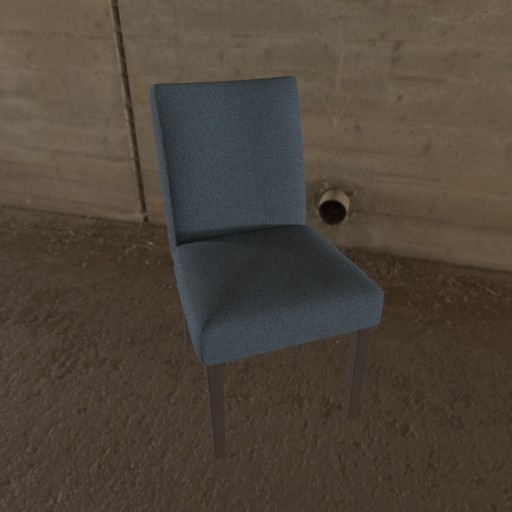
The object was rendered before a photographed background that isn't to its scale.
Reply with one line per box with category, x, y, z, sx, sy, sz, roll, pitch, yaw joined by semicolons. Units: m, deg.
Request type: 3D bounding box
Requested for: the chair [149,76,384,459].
chair;0.000;0.000;1.290;0.487;0.882;0.629;-10;33;-16
